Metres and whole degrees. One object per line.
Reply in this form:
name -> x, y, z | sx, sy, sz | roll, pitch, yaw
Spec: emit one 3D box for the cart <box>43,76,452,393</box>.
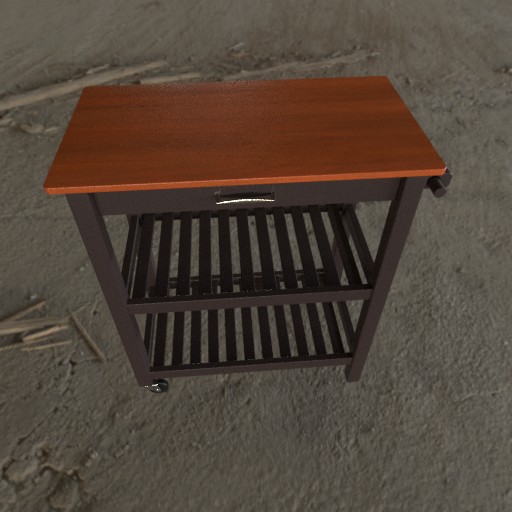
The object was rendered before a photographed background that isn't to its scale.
cart -> 0.000, 0.000, 1.401 | 0.899, 0.927, 0.457 | -3, 46, -3
